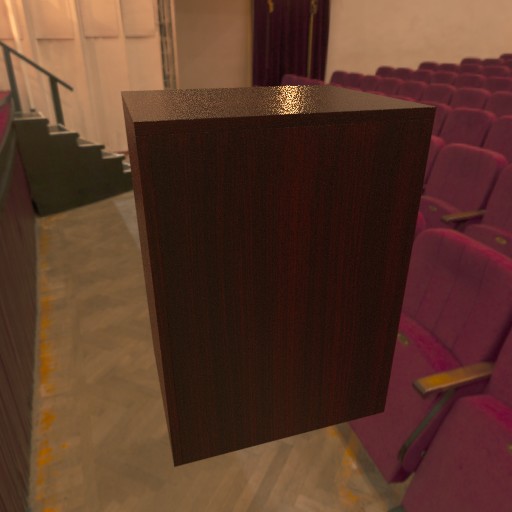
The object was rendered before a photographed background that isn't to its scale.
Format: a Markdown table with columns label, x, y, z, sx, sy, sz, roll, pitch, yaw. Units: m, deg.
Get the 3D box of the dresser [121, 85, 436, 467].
| label | x | y | z | sx | sy | sz | roll | pitch | yaw |
| --- | --- | --- | --- | --- | --- | --- | --- | --- | --- |
| dresser | 0.000 | 0.000 | 0.824 | 0.400 | 0.560 | 0.360 | -8 | 27 | -16 |
